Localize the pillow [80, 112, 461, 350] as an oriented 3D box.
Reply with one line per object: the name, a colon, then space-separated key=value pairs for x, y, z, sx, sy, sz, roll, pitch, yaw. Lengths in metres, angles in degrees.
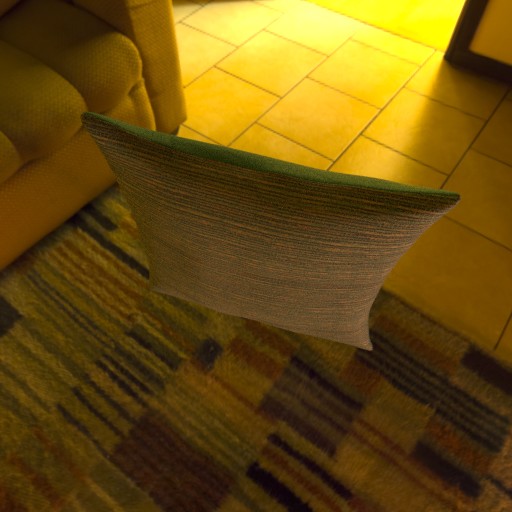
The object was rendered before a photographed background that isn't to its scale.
pillow: x=0.000 y=0.000 z=0.774 sx=0.514 sy=0.497 sz=0.150 roll=14 pitch=58 yaw=9
